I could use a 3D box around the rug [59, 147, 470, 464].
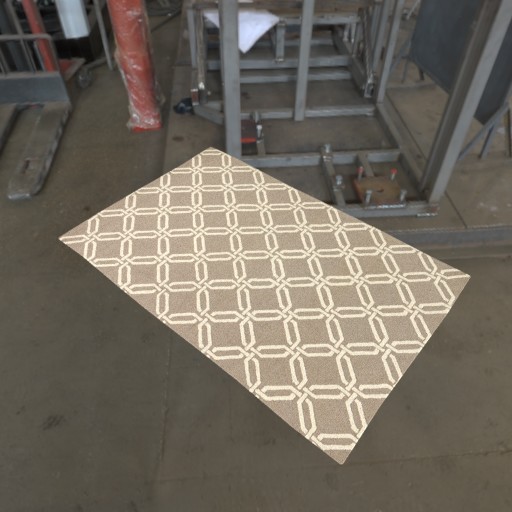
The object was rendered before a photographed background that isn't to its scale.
[{"bbox_3d":[0.000,0.000,2.209,1.748,0.010,1.142,32,54,27],"label":"rug"}]
